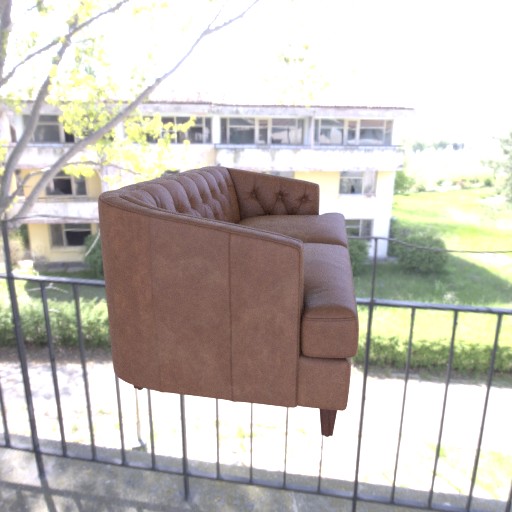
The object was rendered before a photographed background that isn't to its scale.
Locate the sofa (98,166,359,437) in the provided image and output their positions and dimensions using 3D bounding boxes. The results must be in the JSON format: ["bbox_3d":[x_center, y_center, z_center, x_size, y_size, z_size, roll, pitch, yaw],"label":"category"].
[{"bbox_3d":[0.000,0.000,2.209,0.914,0.786,1.755,3,16,9],"label":"sofa"}]
